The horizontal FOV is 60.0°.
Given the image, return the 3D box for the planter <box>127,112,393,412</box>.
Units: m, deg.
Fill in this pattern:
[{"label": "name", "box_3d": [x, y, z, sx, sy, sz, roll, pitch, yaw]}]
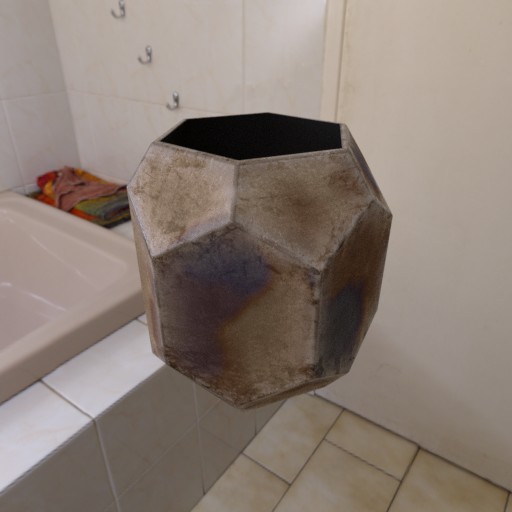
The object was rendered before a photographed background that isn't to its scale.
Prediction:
[{"label": "planter", "box_3d": [0.000, 0.000, 0.429, 0.221, 0.238, 0.243, 21, 35, 33]}]
